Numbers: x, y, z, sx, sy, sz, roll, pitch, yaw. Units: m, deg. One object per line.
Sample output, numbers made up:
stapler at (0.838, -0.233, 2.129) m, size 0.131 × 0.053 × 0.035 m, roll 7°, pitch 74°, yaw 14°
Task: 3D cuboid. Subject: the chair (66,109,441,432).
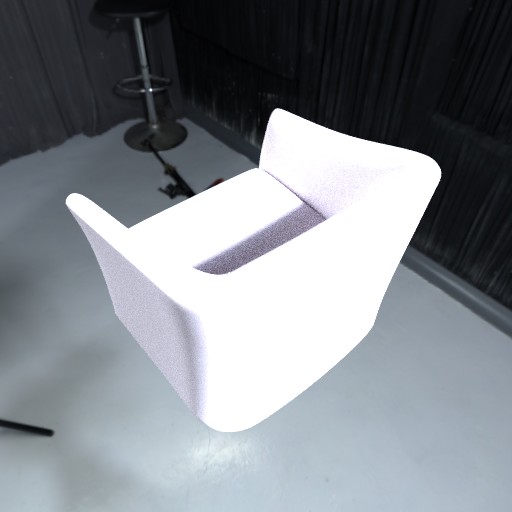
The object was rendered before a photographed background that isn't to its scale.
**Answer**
chair at (0.000, 0.000, 1.343) m, size 0.790 × 0.720 × 0.700 m, roll -31°, pitch 53°, yaw -26°
